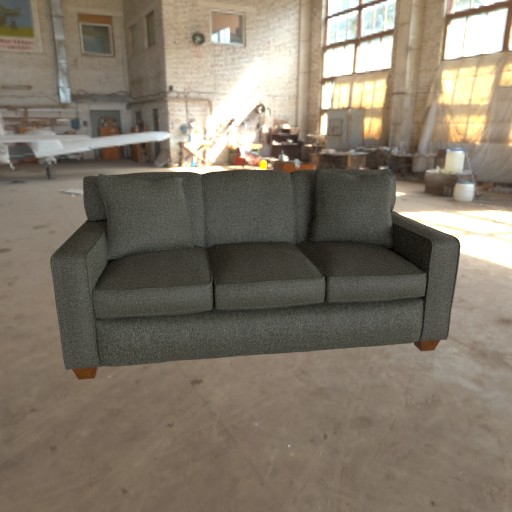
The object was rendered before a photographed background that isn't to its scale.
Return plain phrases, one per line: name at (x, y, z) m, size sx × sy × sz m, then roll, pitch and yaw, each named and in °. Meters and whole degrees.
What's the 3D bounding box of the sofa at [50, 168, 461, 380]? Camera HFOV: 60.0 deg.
sofa at (0.000, 0.000, 2.597) m, size 2.024 × 0.958 × 0.997 m, roll -3°, pitch 17°, yaw -9°
